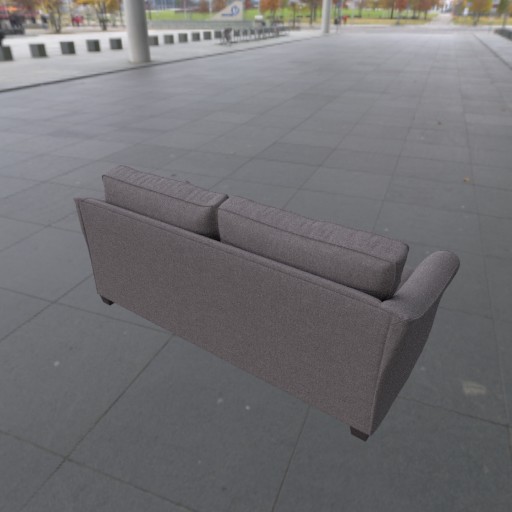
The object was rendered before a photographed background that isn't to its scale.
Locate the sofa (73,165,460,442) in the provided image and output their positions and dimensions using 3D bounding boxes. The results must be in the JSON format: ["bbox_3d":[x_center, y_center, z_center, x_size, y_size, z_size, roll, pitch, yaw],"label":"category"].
[{"bbox_3d":[0.000,0.000,2.769,2.203,0.976,1.013,19,34,31],"label":"sofa"}]
